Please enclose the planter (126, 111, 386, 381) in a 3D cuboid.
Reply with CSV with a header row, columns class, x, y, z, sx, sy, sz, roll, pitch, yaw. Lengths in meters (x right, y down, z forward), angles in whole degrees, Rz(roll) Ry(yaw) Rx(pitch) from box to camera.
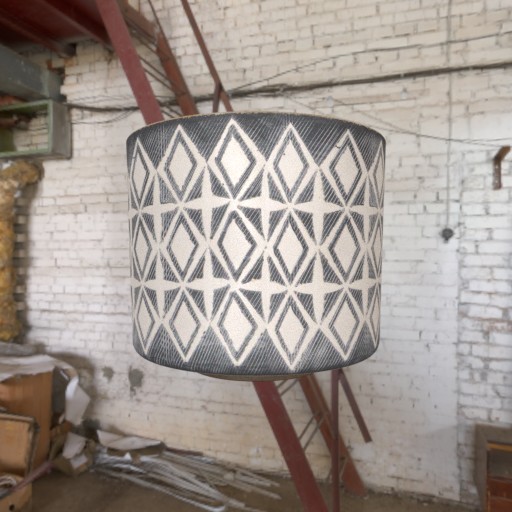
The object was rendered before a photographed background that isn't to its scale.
class,x,y,z,sx,sy,sz,roll,pitch,yaw
planter,0.000,0.000,0.343,0.192,0.165,0.192,0,1,0
